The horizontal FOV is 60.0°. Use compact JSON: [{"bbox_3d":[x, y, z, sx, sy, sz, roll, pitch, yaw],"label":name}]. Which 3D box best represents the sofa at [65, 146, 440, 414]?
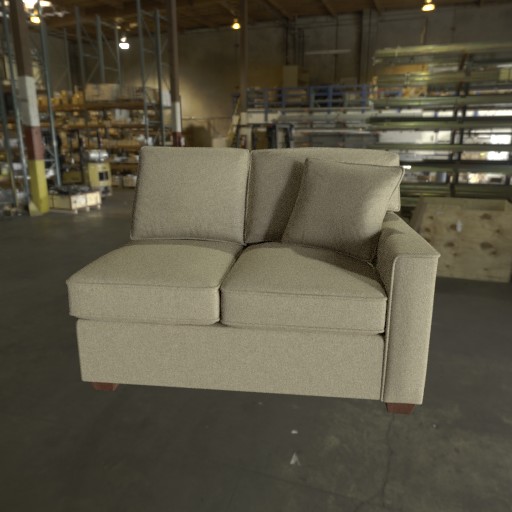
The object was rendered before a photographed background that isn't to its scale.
[{"bbox_3d":[0.000,0.000,2.068,1.388,0.989,0.991,2,15,7],"label":"sofa"}]
